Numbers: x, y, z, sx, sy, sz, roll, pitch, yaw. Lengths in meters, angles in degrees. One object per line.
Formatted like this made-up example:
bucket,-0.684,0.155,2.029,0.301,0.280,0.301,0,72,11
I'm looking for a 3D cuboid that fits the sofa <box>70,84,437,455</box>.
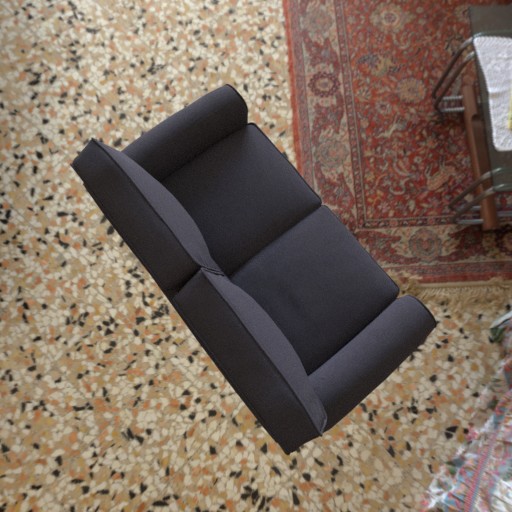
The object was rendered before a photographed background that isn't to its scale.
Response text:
sofa,0.000,0.000,2.407,0.997,1.059,1.801,-37,79,-8
